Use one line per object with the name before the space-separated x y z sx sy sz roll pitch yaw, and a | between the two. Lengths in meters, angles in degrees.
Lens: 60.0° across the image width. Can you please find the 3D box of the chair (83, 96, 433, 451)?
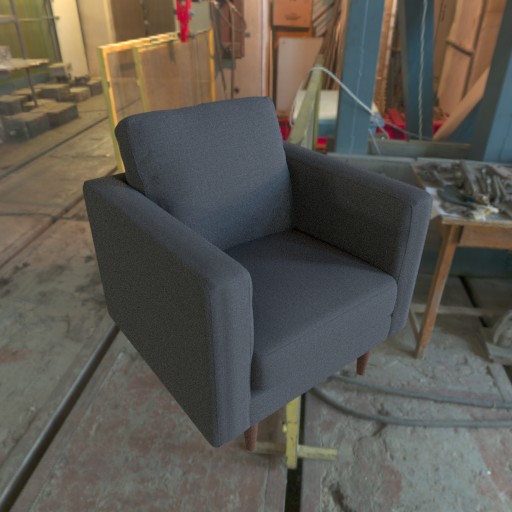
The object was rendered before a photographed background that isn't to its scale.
chair | 0.000 0.000 1.518 0.854 0.927 0.800 -22 37 -32
